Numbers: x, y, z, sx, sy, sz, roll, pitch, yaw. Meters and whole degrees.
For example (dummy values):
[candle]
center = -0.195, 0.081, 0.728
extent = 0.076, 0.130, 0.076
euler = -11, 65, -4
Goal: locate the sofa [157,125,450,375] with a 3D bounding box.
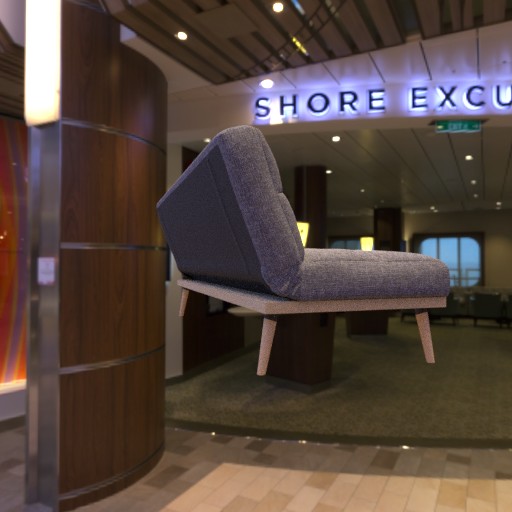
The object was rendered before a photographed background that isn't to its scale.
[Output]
[sofa]
center = 0.000, 0.000, 2.246
extent = 0.820, 0.770, 1.820
euler = 0, -1, -19
